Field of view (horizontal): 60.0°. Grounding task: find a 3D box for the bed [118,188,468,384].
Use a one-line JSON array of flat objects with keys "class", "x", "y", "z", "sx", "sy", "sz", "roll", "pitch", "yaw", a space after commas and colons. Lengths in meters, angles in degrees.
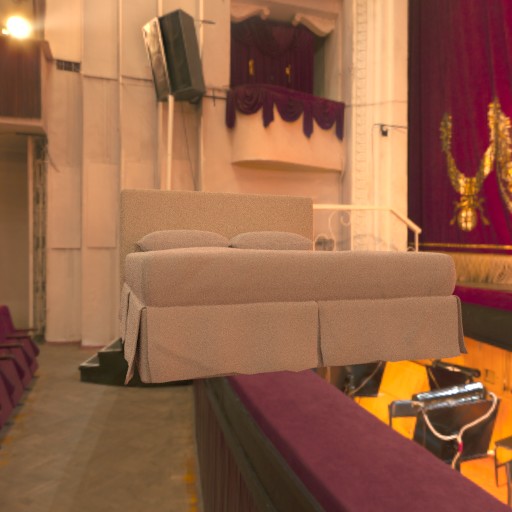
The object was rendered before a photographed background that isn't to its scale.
[{"class": "bed", "x": 0.000, "y": 0.000, "z": 3.568, "sx": 2.119, "sy": 1.317, "sz": 2.341, "roll": 0, "pitch": 0, "yaw": -19}]
